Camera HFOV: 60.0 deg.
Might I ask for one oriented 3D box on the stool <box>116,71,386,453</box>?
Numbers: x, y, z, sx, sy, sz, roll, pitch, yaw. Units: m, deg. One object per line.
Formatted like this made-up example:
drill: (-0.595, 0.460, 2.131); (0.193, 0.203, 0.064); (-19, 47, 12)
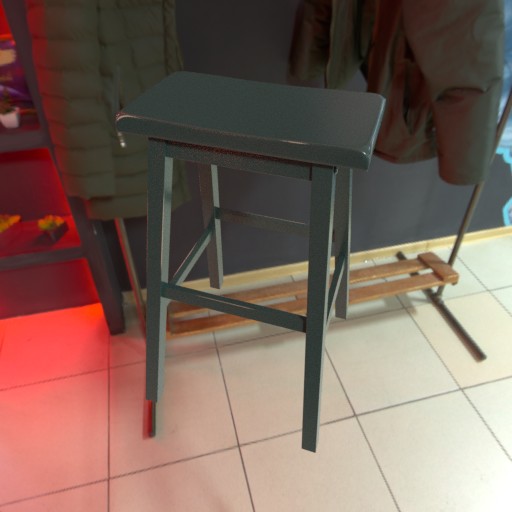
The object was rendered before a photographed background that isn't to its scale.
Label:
stool: (0.000, 0.000, 1.047); (0.457, 0.737, 0.476); (12, 42, 14)
